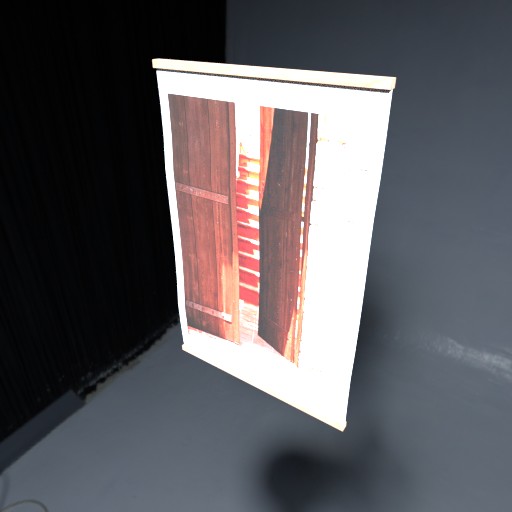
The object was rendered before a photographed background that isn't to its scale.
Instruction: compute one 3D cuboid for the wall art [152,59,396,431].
[{"bbox_3d":[0.000,0.000,0.645,0.332,0.508,0.012,19,34,30],"label":"wall art"}]
